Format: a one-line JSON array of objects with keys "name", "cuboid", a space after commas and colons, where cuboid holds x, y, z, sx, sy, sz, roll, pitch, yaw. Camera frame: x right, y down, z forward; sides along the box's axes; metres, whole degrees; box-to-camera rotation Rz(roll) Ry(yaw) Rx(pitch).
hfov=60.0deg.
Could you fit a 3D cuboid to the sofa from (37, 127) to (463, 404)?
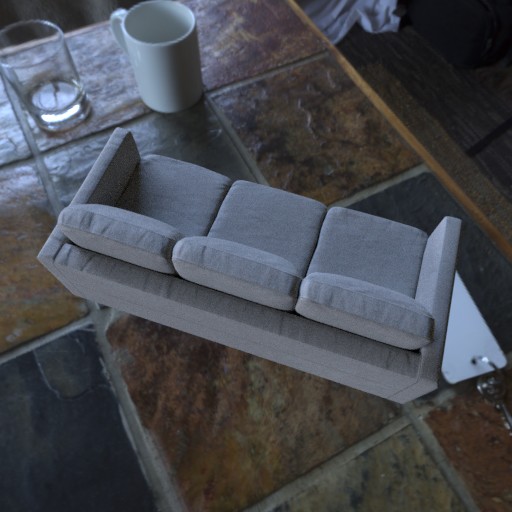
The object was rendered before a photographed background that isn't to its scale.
[{"name": "sofa", "cuboid": [0.000, 0.000, 2.472, 1.983, 0.918, 0.944, 17, 65, 8]}]
